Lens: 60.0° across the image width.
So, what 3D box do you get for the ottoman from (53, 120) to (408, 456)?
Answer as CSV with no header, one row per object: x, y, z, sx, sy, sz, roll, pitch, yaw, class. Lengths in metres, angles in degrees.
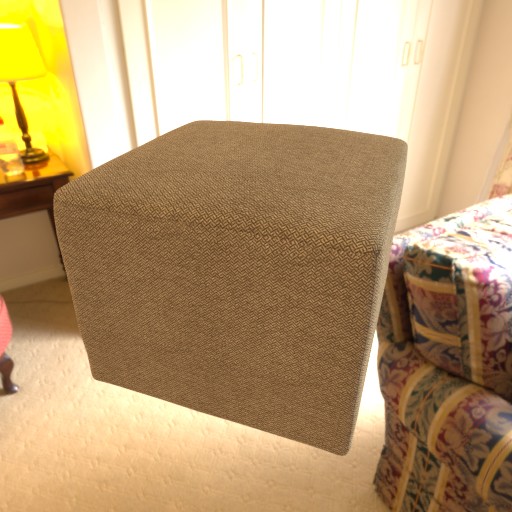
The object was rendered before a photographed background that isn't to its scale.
0.000,0.000,0.902,0.512,0.453,0.519,11,32,17,ottoman
